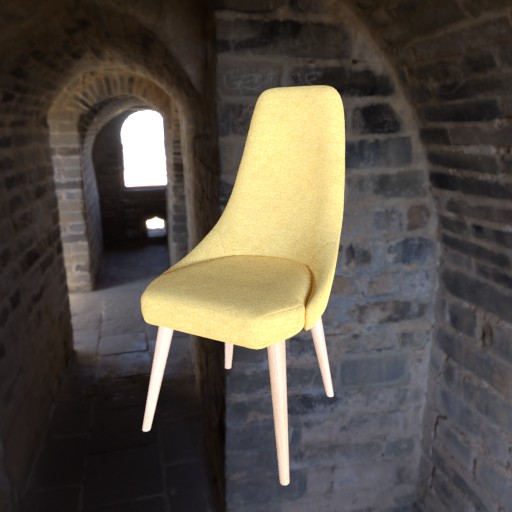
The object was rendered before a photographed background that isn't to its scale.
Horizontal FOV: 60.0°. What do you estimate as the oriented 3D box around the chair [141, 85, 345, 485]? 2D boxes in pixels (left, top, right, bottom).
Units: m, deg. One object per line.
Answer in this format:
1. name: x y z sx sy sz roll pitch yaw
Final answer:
1. chair: 0.000 0.000 1.369 0.510 1.040 0.660 8 17 27
